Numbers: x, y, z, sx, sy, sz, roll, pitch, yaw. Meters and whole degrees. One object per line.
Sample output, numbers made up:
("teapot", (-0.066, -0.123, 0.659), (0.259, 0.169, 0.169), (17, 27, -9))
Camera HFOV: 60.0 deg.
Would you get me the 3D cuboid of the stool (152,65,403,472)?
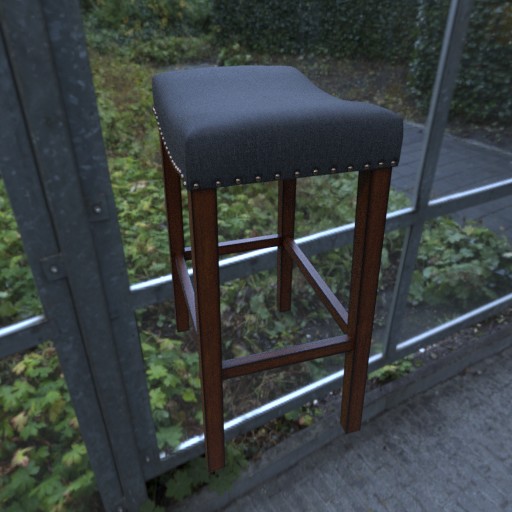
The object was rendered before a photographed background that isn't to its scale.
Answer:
("stool", (0.000, 0.000, 1.014), (0.366, 0.748, 0.502), (-9, 33, -14))
